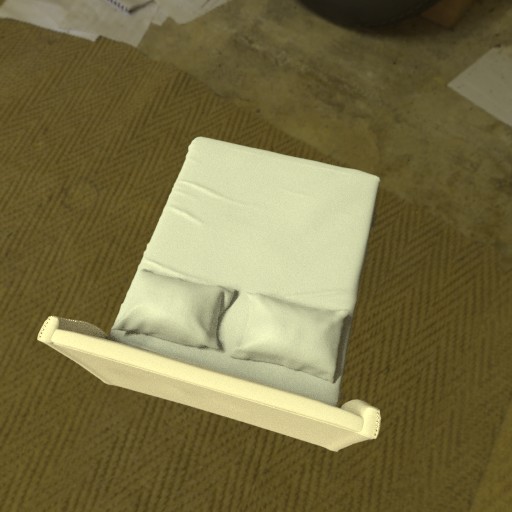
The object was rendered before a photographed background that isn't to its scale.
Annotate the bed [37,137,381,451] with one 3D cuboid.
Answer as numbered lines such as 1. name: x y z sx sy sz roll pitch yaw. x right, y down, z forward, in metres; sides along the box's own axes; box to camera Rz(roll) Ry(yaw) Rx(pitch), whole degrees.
1. bed: 0.000 0.000 3.387 1.925 1.332 2.276 14 65 7
